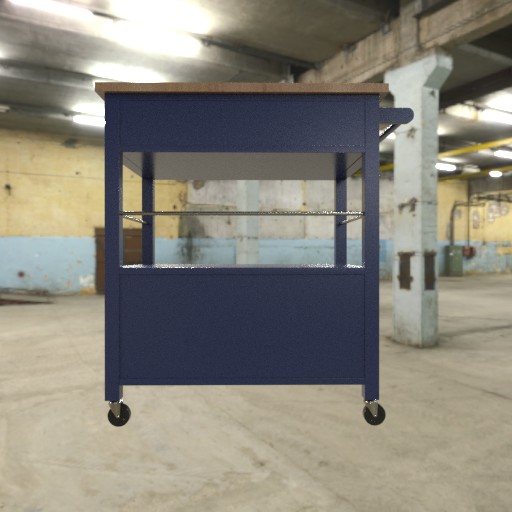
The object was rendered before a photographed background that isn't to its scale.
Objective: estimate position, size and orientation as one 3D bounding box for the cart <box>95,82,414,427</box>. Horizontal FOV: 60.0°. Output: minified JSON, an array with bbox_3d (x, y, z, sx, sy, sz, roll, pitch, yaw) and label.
[{"bbox_3d":[0.000,0.000,1.380,0.840,0.901,0.459,0,0,-1],"label":"cart"}]
